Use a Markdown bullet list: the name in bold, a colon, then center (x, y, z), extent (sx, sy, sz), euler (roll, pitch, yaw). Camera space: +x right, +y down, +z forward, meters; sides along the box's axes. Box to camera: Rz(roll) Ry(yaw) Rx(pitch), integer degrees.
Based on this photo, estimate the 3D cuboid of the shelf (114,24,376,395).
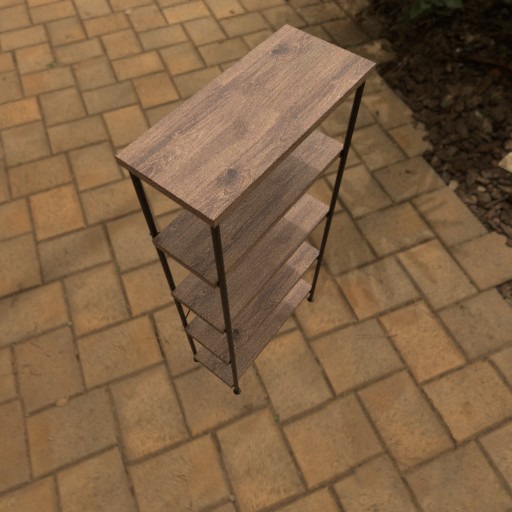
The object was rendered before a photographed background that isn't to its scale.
- **shelf**: center (0.000, 0.000, 2.043), extent (0.360, 1.700, 0.800), euler (34, 64, 19)
